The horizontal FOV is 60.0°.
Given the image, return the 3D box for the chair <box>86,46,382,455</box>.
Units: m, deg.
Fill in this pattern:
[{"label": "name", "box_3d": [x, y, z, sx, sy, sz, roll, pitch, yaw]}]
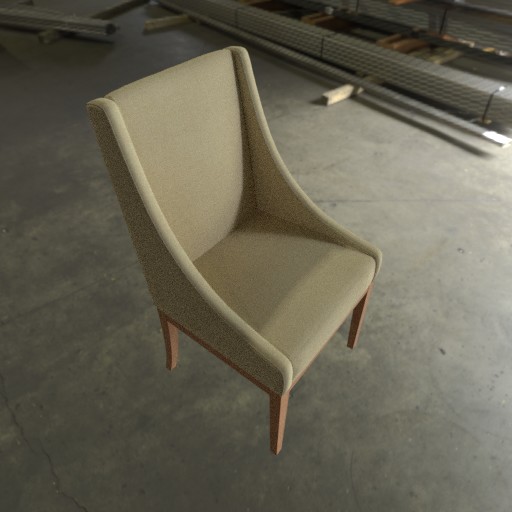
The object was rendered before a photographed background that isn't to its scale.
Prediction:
[{"label": "chair", "box_3d": [0.000, 0.000, 1.376, 0.611, 1.021, 0.575, 27, 48, 27]}]
